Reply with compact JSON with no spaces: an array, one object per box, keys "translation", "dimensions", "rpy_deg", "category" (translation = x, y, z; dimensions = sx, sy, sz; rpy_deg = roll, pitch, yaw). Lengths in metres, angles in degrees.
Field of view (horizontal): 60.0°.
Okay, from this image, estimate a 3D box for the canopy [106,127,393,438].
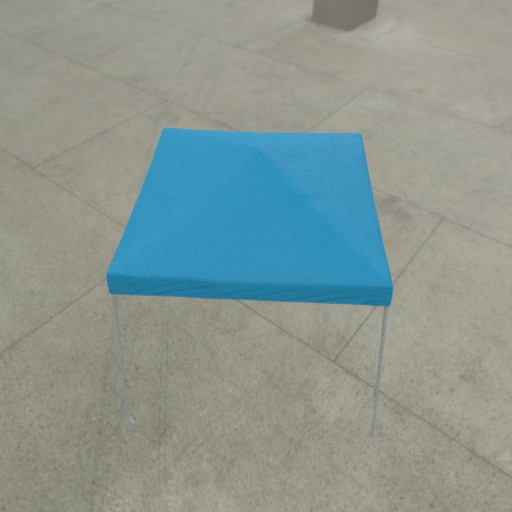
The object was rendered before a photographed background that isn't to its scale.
[{"translation":[0.000,0.000,5.069],"dimensions":[2.850,2.850,2.849],"rpy_deg":[2,46,2],"category":"canopy"}]
